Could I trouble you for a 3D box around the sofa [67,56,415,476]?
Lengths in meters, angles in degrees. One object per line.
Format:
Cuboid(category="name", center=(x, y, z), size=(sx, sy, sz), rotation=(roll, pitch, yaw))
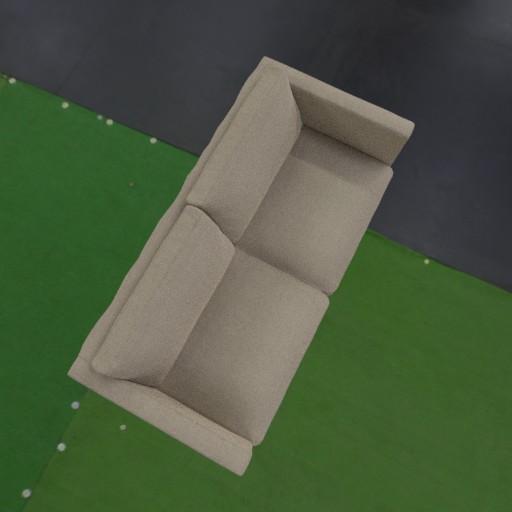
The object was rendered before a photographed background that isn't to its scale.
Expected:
Cuboid(category="sofa", center=(0.000, 0.000, 2.467), size=(0.956, 0.847, 1.987), rotation=(27, 77, 7))
